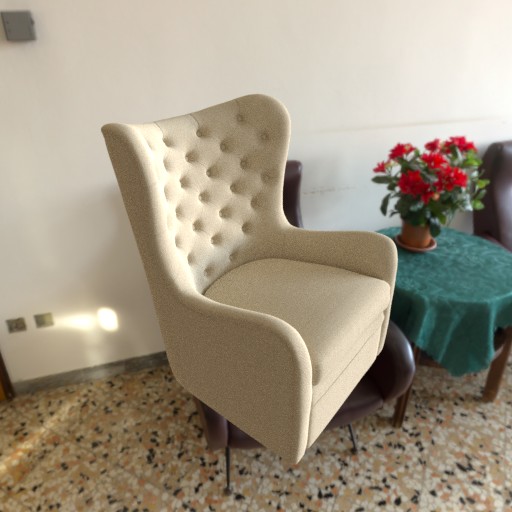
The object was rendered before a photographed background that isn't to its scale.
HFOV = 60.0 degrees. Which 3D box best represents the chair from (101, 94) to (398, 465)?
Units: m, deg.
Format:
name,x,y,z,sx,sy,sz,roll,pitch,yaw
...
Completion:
name,x,y,z,sx,sy,sz,roll,pitch,yaw
chair,0.000,0.000,1.745,0.929,1.079,0.831,19,34,31
